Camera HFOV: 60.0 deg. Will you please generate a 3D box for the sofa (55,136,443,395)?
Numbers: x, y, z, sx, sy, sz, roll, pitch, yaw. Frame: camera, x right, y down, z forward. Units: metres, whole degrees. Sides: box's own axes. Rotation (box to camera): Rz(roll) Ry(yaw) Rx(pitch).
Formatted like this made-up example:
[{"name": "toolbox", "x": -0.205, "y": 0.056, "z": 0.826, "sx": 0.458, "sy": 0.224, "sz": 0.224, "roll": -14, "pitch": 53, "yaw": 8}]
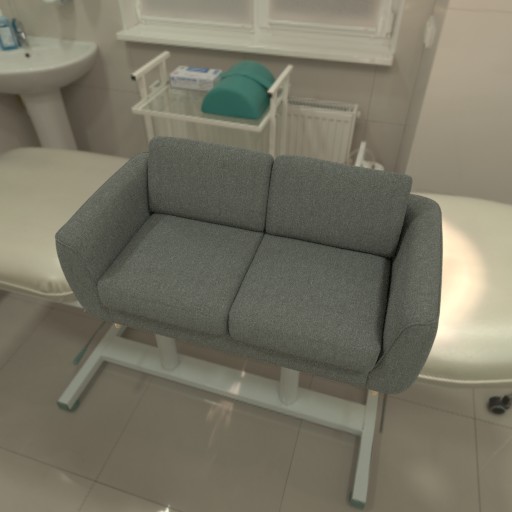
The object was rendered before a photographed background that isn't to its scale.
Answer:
[{"name": "sofa", "x": 0.000, "y": 0.000, "z": 2.220, "sx": 1.700, "sy": 0.870, "sz": 0.920, "roll": 12, "pitch": 43, "yaw": 13}]
